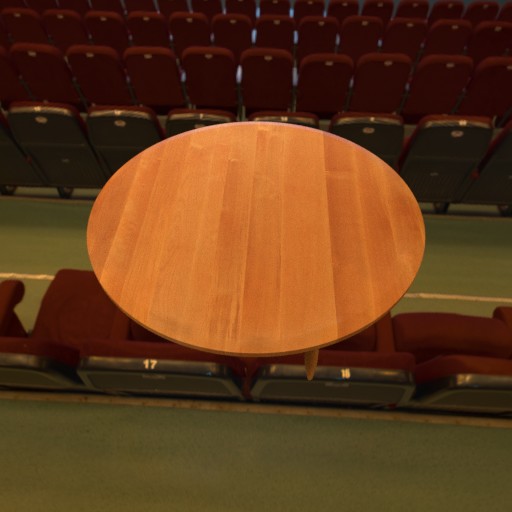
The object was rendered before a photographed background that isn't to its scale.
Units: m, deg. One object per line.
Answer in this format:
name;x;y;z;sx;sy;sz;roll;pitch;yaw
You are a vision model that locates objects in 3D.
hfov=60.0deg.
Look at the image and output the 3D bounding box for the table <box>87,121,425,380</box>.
table;0.000;0.000;1.358;0.900;0.400;0.900;0;47;0
